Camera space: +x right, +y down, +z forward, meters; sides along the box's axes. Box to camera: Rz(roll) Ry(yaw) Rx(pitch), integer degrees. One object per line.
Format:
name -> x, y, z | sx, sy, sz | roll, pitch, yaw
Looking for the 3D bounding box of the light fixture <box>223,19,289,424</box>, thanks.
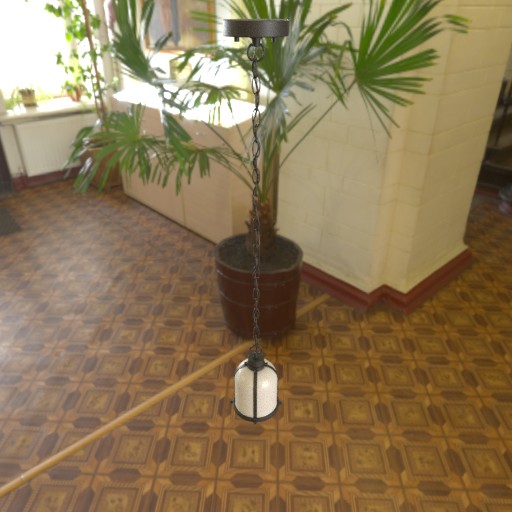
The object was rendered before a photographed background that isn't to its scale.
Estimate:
light fixture -> 0.000, 0.000, 1.255 | 0.178, 1.181, 0.178 | 1, 29, 2
